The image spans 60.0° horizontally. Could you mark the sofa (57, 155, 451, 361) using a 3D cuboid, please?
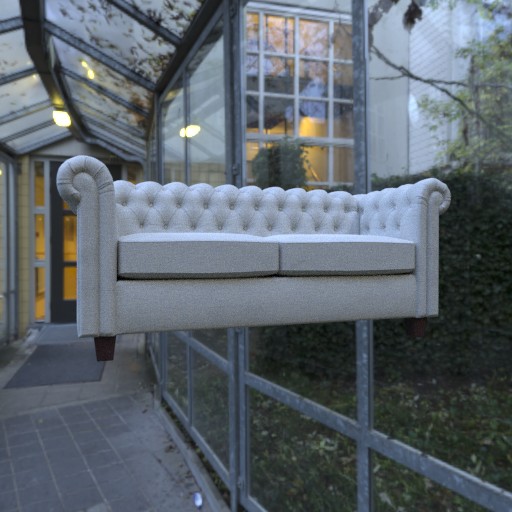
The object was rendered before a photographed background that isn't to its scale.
[{"bbox_3d":[0.000,0.000,2.260,1.798,0.797,0.783,0,1,-19],"label":"sofa"}]
